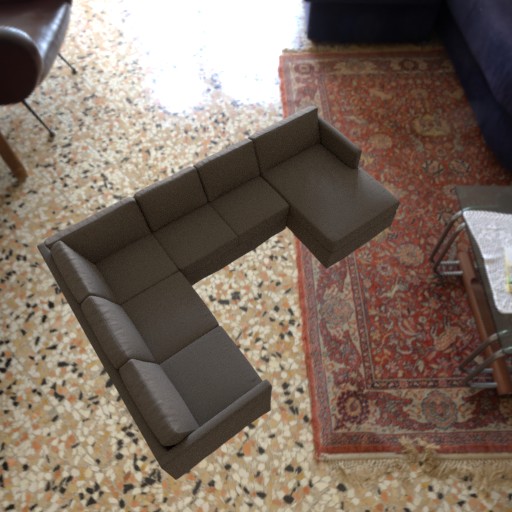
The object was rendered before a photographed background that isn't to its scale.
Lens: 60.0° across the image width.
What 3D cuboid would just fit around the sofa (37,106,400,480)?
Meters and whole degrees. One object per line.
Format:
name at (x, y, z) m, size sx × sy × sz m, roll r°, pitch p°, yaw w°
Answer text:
sofa at (0.000, 0.000, 4.473) m, size 3.460 × 0.882 × 2.427 m, roll -32°, pitch 62°, yaw -19°
